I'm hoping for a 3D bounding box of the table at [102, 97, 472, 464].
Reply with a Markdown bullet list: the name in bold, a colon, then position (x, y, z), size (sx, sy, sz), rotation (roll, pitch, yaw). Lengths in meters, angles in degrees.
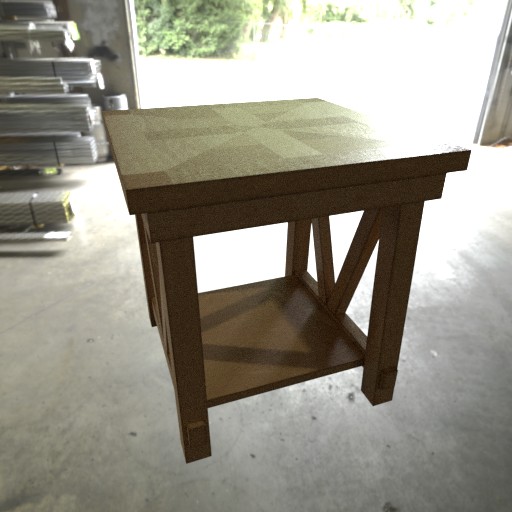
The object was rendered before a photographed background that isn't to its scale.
- **table**: position (0.000, 0.000, 1.116), size (0.610, 0.638, 0.612), rotation (-10, 30, -17)
